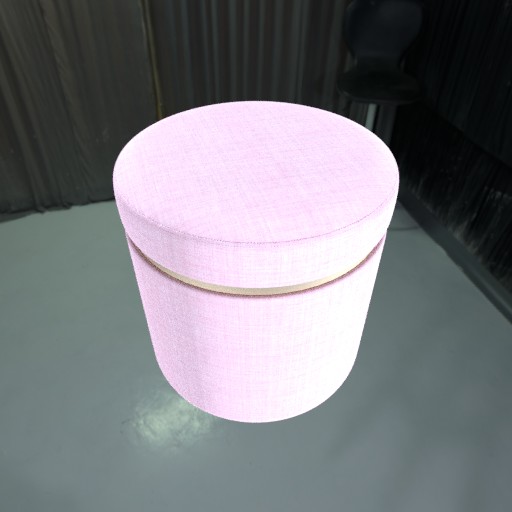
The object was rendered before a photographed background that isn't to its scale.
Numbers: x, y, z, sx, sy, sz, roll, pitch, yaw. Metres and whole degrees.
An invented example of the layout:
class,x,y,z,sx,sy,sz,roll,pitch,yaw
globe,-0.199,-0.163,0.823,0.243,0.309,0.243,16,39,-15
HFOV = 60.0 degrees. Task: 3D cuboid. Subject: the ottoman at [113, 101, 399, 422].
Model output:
class,x,y,z,sx,sy,sz,roll,pitch,yaw
ottoman,0.000,0.000,0.750,0.400,0.406,0.400,0,41,0
